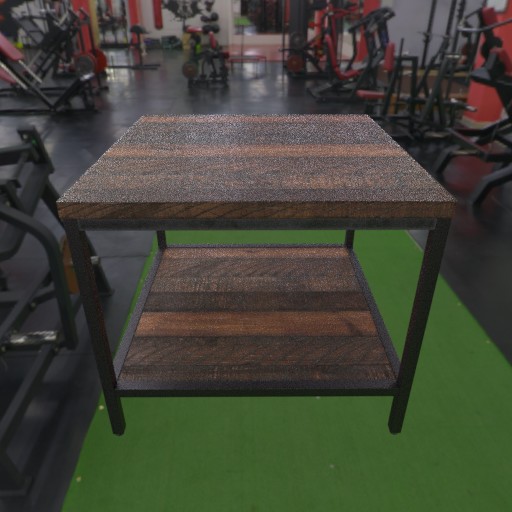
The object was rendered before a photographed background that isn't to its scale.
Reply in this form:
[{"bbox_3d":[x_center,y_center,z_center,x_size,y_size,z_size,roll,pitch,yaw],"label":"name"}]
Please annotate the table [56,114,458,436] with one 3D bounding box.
[{"bbox_3d":[0.000,0.000,0.961,0.548,0.482,0.553,0,29,0],"label":"table"}]
